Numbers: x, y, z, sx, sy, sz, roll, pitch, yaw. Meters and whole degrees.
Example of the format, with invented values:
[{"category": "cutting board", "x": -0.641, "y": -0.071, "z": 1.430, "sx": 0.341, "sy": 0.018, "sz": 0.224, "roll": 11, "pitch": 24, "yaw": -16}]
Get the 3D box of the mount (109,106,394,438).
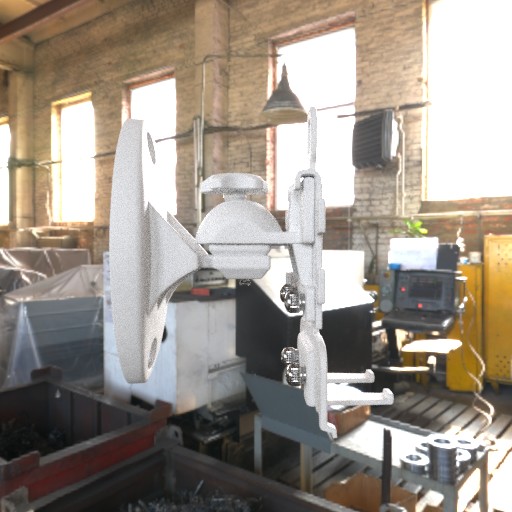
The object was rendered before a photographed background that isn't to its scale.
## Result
[{"category": "mount", "x": 0.000, "y": 0.000, "z": 0.176, "sx": 0.100, "sy": 0.118, "sz": 0.066, "roll": 0, "pitch": 1, "yaw": 0}]
